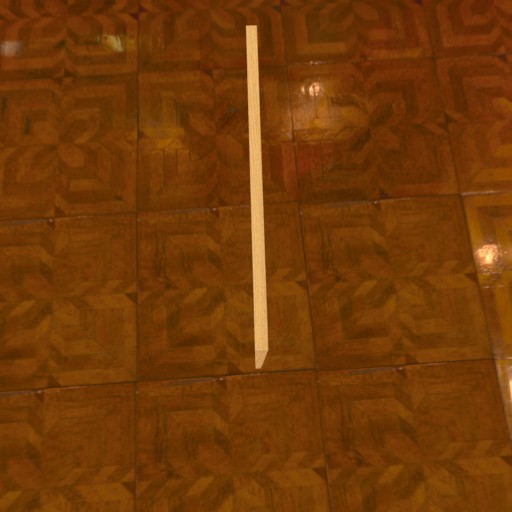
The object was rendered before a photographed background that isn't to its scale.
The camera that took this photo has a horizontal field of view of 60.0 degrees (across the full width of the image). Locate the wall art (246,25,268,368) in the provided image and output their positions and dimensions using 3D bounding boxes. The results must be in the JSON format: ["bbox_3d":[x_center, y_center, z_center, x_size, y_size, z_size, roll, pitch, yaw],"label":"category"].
[{"bbox_3d":[0.000,0.000,0.807,0.013,0.683,0.381,-2,74,0],"label":"wall art"}]
